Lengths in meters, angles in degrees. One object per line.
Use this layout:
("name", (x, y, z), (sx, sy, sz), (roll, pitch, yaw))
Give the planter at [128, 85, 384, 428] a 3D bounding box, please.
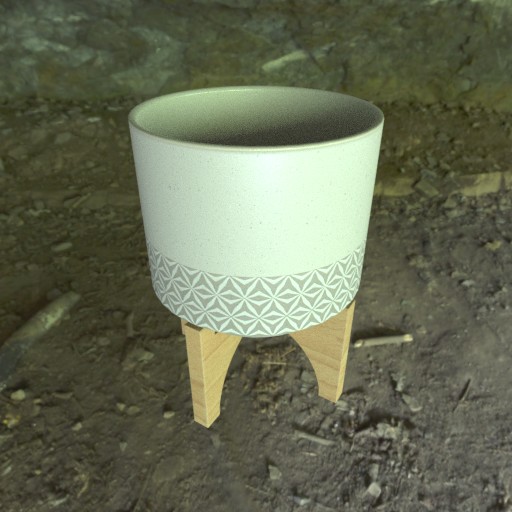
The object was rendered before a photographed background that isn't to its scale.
("planter", (0.000, 0.000, 0.402), (0.188, 0.260, 0.188), (0, 31, 0))
